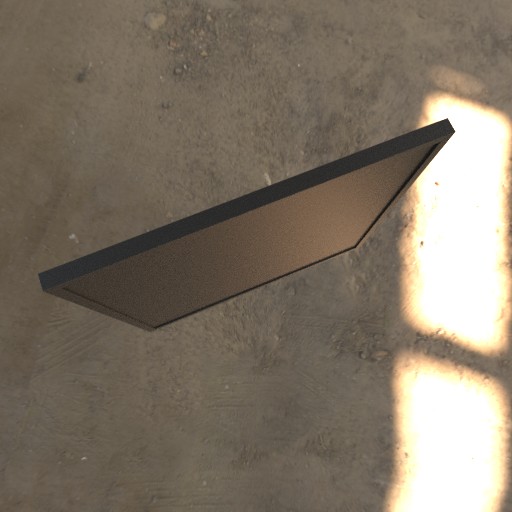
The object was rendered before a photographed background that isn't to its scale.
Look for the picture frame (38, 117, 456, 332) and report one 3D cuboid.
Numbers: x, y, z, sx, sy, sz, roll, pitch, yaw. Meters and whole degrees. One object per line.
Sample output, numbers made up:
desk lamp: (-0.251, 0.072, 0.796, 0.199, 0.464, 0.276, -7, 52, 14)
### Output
picture frame: (0.000, 0.000, 1.147, 0.775, 0.775, 0.032, -22, 76, -6)
